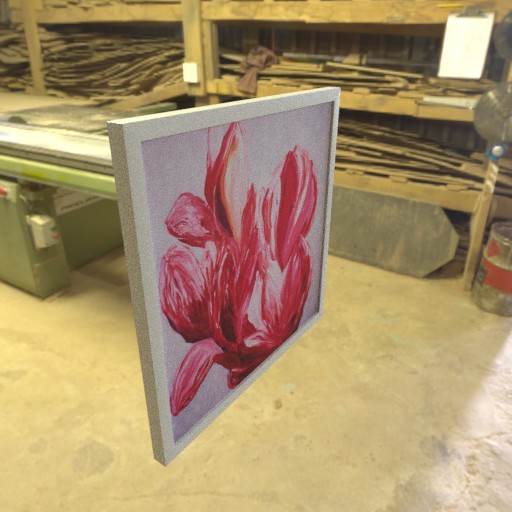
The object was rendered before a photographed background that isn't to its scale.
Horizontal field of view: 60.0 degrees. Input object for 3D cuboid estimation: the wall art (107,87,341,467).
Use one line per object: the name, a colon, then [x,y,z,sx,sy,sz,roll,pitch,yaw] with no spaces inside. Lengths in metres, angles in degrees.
wall art: [0.000,0.000,0.678,0.023,0.453,0.455,17,31,32]
